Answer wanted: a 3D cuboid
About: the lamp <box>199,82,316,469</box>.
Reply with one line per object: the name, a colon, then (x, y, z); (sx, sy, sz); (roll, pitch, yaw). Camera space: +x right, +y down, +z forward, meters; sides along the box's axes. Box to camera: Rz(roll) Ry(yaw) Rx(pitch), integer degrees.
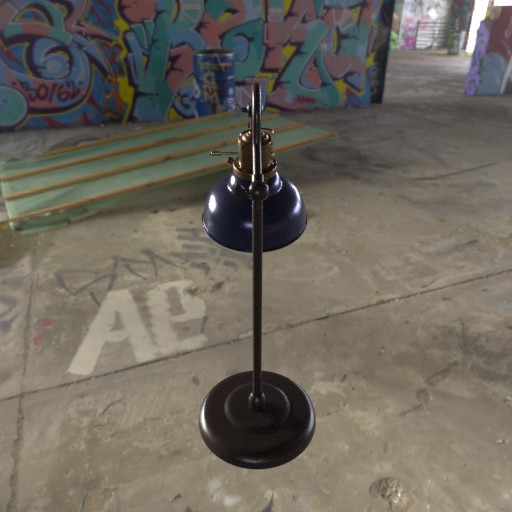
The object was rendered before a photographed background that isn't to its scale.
lamp: (0.000, 0.000, 0.691); (0.192, 0.508, 0.374); (-1, 29, -1)
